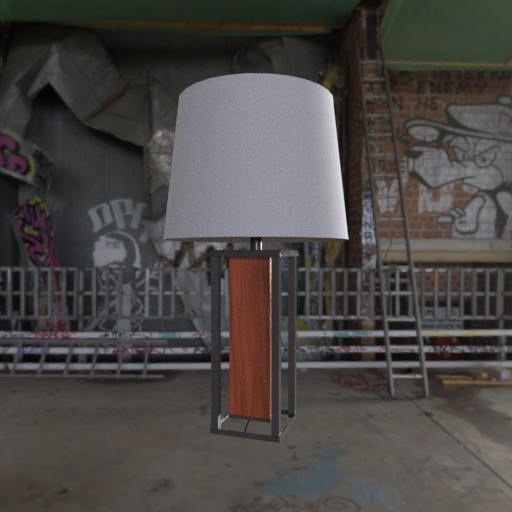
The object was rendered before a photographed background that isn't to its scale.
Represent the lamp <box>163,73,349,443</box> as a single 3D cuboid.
[{"bbox_3d":[0.000,0.000,0.778,0.320,0.591,0.320,0,0,0],"label":"lamp"}]
